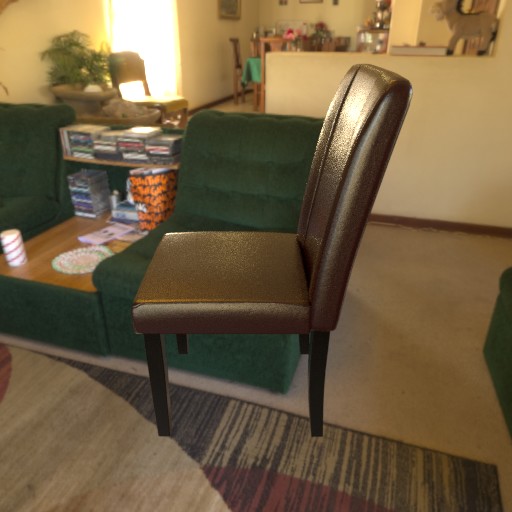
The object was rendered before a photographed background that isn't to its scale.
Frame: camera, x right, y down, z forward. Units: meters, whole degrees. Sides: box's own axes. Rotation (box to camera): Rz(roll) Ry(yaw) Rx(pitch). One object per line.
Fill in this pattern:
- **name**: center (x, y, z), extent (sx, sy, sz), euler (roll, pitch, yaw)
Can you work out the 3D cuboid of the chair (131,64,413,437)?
- **chair**: center (0.000, 0.000, 1.139), extent (0.556, 0.897, 0.399), euler (0, 27, 0)
